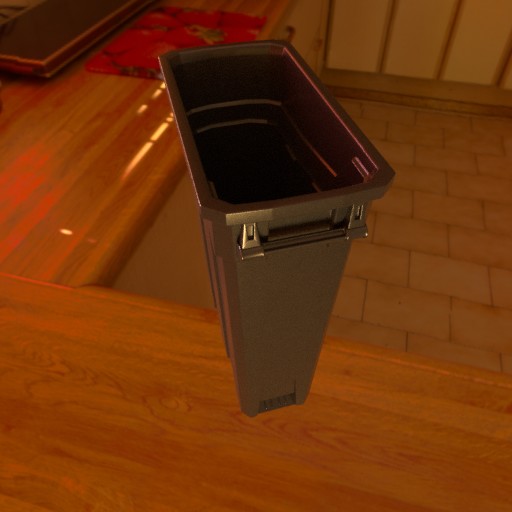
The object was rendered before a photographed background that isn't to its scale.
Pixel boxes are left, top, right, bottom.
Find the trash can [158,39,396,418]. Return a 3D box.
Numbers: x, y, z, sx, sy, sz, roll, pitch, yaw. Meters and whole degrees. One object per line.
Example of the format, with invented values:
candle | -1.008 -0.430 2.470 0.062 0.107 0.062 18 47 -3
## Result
trash can | 0.000 0.000 1.040 0.281 0.762 0.559 -11 48 -10
